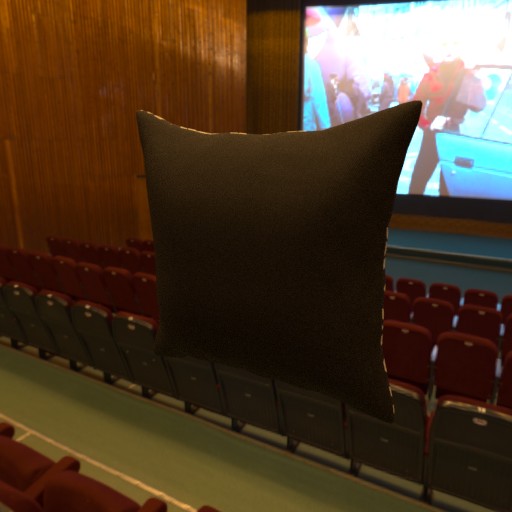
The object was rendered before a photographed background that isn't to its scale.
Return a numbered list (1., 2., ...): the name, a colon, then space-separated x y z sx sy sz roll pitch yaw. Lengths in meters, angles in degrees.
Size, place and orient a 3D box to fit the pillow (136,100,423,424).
1. pillow: 0.000 0.000 0.766 0.504 0.494 0.188 8 17 28
